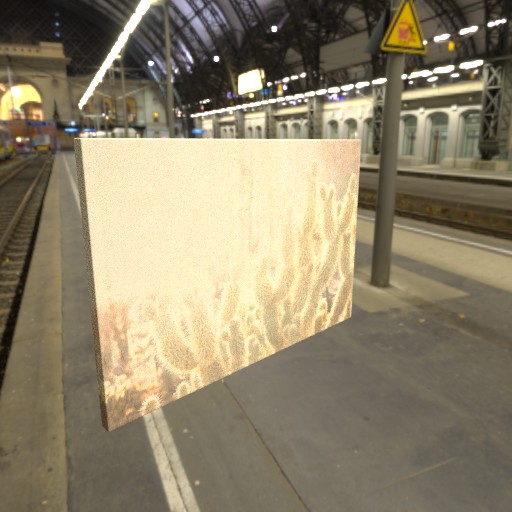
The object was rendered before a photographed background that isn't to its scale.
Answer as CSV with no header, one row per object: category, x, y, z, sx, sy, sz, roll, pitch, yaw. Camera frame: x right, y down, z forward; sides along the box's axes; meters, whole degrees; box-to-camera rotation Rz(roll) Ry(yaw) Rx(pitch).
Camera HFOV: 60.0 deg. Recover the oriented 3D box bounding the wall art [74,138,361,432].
wall art,0.000,0.000,1.488,1.142,0.758,0.041,-14,20,-43
